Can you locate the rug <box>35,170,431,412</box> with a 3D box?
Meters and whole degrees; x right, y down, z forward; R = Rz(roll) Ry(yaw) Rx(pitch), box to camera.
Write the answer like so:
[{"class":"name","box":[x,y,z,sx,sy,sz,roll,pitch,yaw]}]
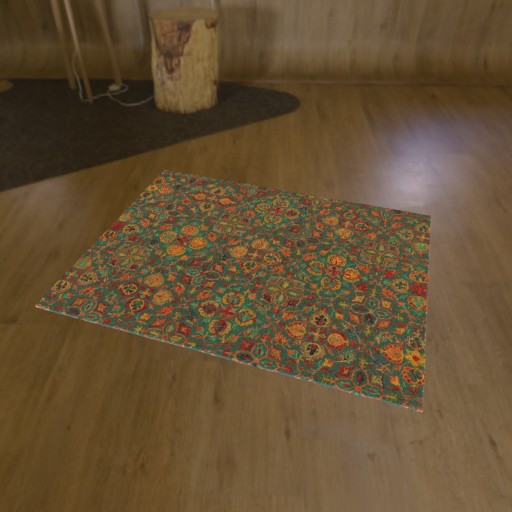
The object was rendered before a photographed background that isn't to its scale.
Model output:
[{"class":"rug","box":[0.000,0.000,4.298,3.204,0.025,2.434,12,42,14]}]
